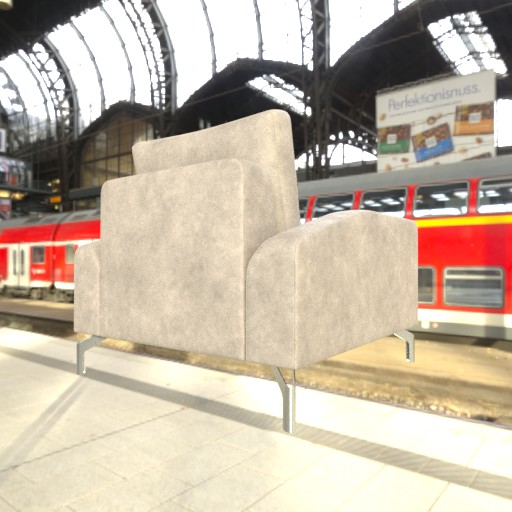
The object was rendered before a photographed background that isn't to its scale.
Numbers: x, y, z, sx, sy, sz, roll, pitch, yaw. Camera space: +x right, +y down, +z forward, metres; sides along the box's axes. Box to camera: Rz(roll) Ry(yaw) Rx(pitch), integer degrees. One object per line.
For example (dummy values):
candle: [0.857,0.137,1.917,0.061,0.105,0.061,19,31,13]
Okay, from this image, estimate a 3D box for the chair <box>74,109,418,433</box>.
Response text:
chair: [0.000,0.000,1.599,0.900,0.800,0.900,0,-1,37]
